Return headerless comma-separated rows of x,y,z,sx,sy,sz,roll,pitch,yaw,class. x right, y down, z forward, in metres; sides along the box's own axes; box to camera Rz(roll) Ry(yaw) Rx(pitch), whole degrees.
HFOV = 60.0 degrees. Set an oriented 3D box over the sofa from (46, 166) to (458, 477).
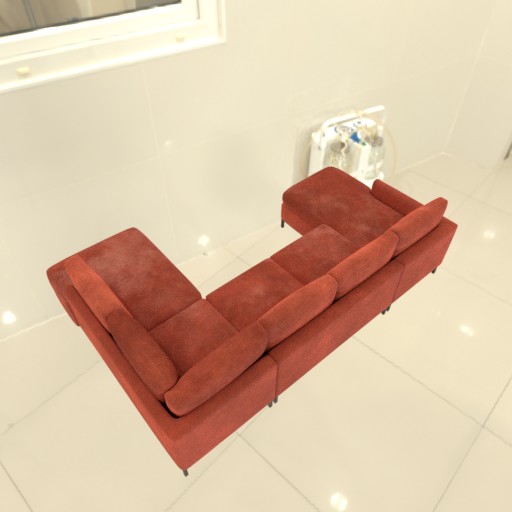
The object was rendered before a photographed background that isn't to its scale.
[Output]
0.000,0.000,3.834,2.971,0.858,1.981,-31,53,-27,sofa
